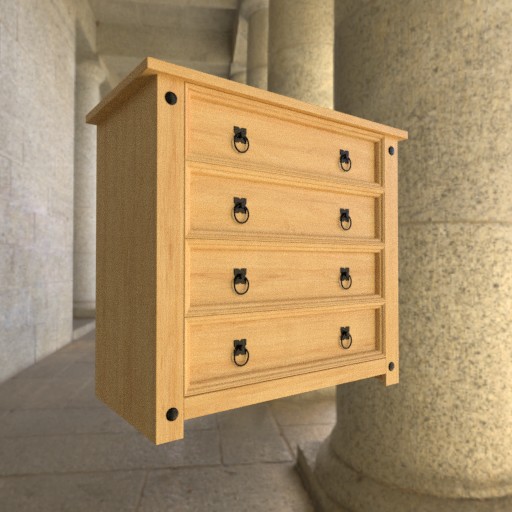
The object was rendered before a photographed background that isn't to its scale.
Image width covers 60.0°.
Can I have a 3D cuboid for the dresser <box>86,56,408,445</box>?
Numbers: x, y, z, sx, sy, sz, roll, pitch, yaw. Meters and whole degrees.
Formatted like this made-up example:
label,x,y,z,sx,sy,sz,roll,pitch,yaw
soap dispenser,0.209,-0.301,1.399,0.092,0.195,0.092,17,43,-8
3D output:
label,x,y,z,sx,sy,sz,roll,pitch,yaw
dresser,0.000,0.000,1.219,0.800,0.730,0.410,1,-1,-36
